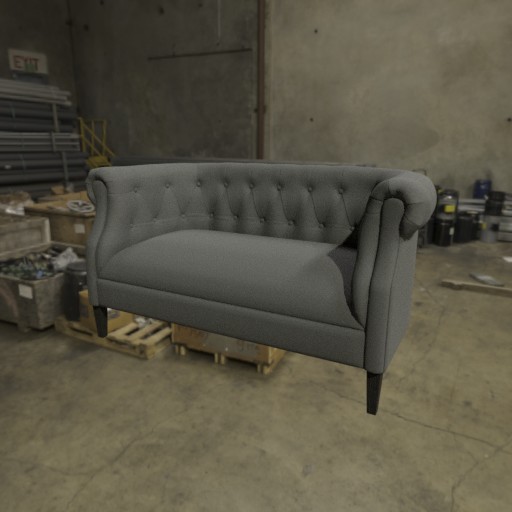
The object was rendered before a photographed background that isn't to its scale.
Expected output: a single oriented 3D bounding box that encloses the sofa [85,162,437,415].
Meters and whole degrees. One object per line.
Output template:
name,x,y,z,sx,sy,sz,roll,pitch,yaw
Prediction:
sofa,0.000,0.000,2.108,1.558,0.827,0.835,8,17,27
